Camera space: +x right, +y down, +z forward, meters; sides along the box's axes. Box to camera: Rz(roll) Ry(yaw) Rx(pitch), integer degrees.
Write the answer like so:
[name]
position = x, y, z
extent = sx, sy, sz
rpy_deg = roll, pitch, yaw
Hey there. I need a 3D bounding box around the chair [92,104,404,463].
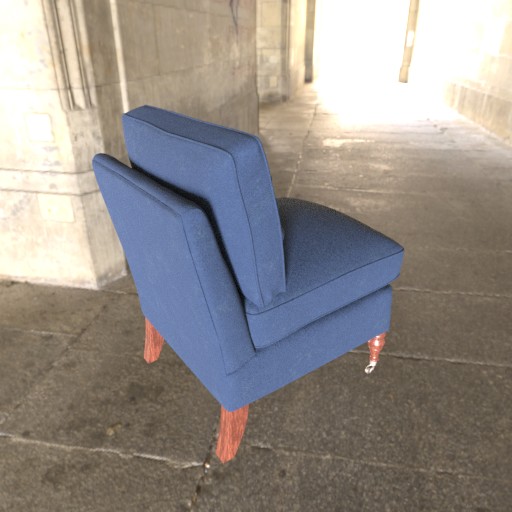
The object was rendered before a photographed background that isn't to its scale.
[chair]
position = 0.000, 0.000, 1.665
extent = 0.912, 1.052, 0.724
rpy_deg = -17, 31, -31
